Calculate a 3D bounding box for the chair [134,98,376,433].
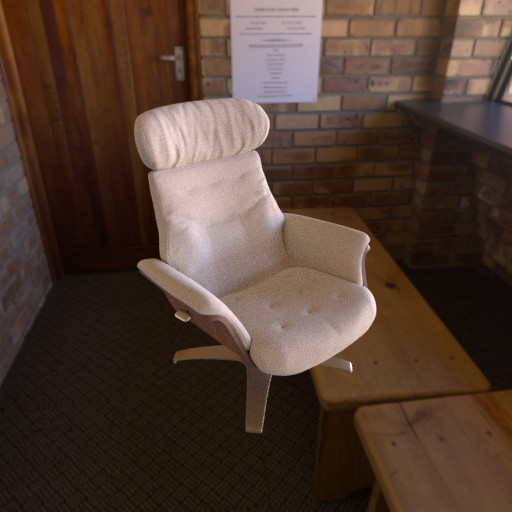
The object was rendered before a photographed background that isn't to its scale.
[{"bbox_3d":[0.000,0.000,1.618,0.785,0.995,0.837,-21,34,-34],"label":"chair"}]
